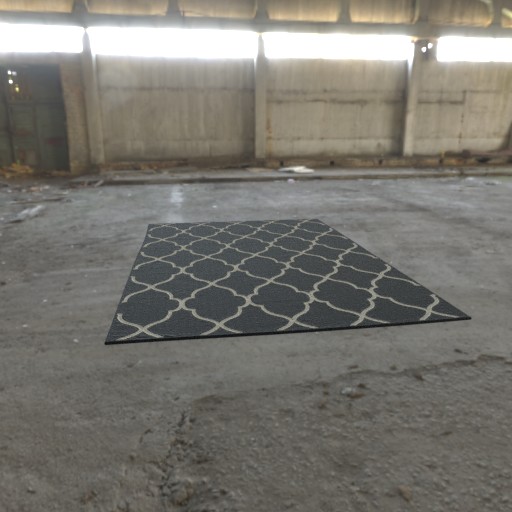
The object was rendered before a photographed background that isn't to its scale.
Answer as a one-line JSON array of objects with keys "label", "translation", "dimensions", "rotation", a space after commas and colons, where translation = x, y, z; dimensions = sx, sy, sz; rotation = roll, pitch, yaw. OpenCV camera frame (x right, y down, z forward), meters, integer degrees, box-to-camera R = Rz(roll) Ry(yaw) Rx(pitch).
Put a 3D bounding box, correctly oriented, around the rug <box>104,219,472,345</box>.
[{"label": "rug", "translation": [0.000, 0.000, 2.864], "dimensions": [1.526, 0.014, 2.290], "rotation": [-2, 16, -9]}]
